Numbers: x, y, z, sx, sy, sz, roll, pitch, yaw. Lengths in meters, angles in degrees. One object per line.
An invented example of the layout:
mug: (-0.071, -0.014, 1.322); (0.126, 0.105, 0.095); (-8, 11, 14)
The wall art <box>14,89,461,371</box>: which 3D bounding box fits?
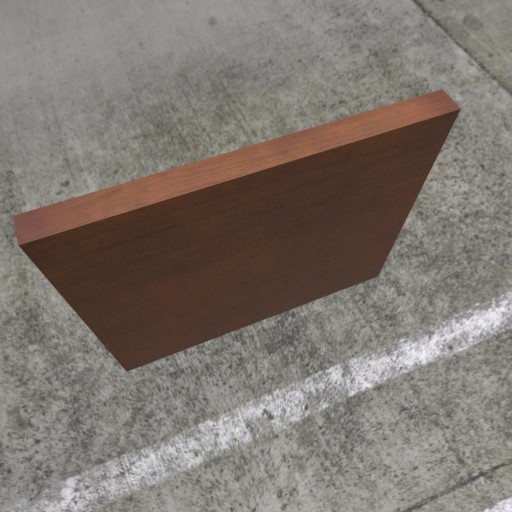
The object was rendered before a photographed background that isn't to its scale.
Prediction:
wall art: (0.000, 0.000, 0.522); (0.401, 0.328, 0.030); (-19, 61, -11)
